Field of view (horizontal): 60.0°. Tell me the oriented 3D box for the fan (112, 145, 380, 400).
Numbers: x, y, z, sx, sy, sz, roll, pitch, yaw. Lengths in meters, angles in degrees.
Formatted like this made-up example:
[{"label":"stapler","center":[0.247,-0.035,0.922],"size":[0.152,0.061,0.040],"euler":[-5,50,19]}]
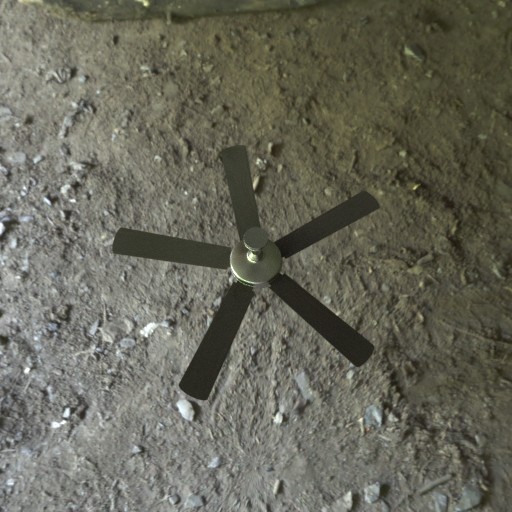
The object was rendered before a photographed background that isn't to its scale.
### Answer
[{"label":"fan","center":[0.000,0.000,2.037],"size":[1.321,0.356,1.321],"euler":[31,69,14]}]
